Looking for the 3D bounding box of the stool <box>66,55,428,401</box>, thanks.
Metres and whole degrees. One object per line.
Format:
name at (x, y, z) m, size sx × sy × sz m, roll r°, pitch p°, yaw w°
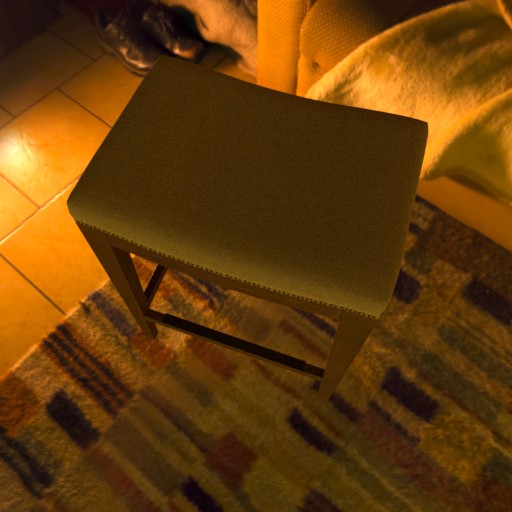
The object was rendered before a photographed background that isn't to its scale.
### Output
stool at (0.000, 0.000, 0.947) m, size 0.508 × 0.660 × 0.356 m, roll 17°, pitch 65°, yaw 9°
